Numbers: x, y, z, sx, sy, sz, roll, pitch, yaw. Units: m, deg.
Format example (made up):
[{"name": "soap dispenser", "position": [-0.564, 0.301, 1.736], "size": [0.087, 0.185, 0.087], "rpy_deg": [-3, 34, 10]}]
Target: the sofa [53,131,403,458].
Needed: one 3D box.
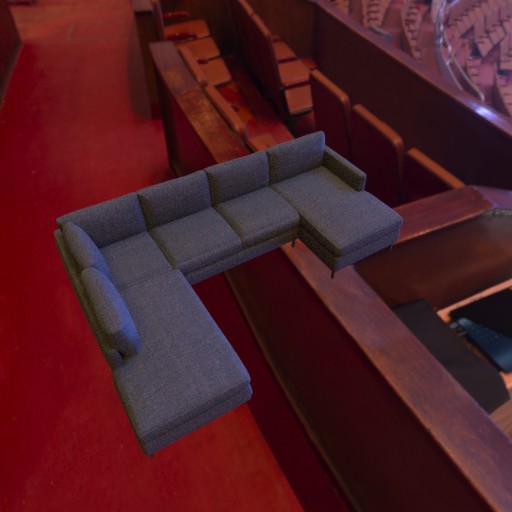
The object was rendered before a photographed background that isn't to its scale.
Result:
[{"name": "sofa", "position": [0.000, 0.000, 3.604], "size": [2.737, 0.753, 1.879], "rpy_deg": [-23, 49, -22]}]
